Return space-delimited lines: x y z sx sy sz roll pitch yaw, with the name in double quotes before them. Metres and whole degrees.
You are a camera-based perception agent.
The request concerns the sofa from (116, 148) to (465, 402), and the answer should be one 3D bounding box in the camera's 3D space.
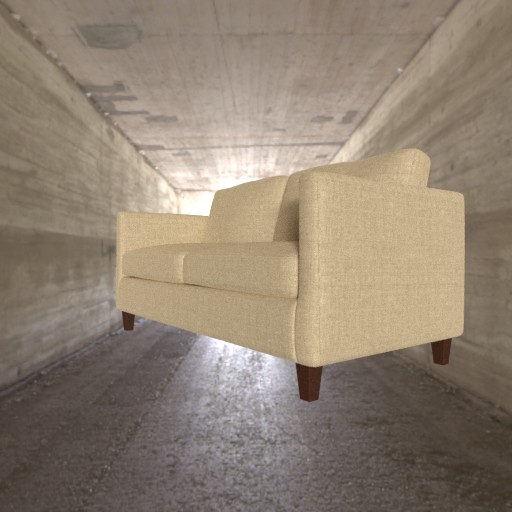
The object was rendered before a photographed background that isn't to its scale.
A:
"sofa" 0.000 0.000 2.427 0.950 0.963 1.884 0 1 -37
